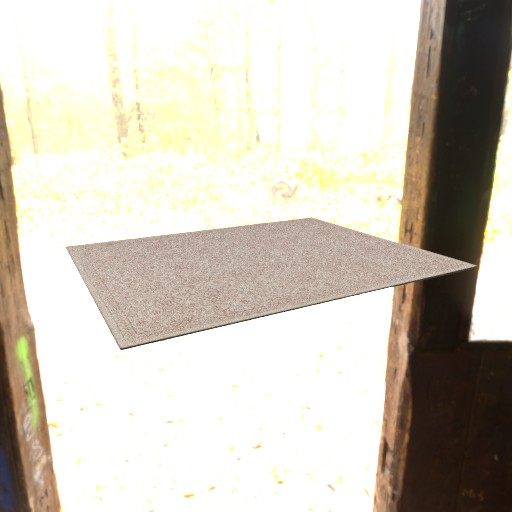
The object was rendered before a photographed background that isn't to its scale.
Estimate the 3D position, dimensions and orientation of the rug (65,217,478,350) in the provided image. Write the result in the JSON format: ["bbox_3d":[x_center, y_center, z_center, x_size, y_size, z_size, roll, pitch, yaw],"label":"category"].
[{"bbox_3d":[0.000,0.000,4.151,3.050,0.015,2.441,-9,19,-28],"label":"rug"}]
